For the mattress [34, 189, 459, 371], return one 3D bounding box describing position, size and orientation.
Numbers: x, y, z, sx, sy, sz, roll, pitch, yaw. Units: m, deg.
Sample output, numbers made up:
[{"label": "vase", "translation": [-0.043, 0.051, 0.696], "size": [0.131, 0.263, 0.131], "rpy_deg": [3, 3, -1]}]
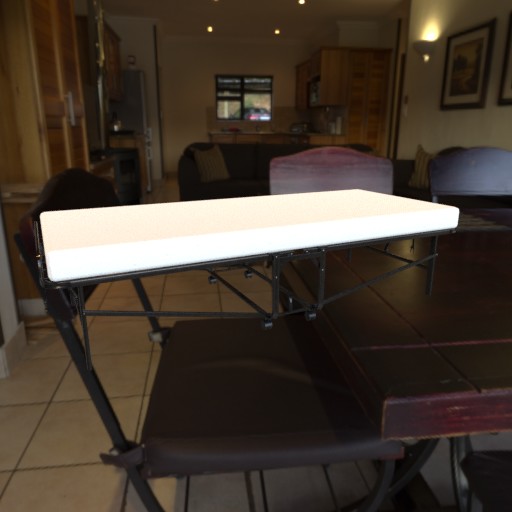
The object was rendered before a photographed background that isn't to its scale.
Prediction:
[{"label": "mattress", "translation": [0.000, 0.000, 2.449], "size": [2.153, 0.519, 0.922], "rpy_deg": [-8, 18, -25]}]
